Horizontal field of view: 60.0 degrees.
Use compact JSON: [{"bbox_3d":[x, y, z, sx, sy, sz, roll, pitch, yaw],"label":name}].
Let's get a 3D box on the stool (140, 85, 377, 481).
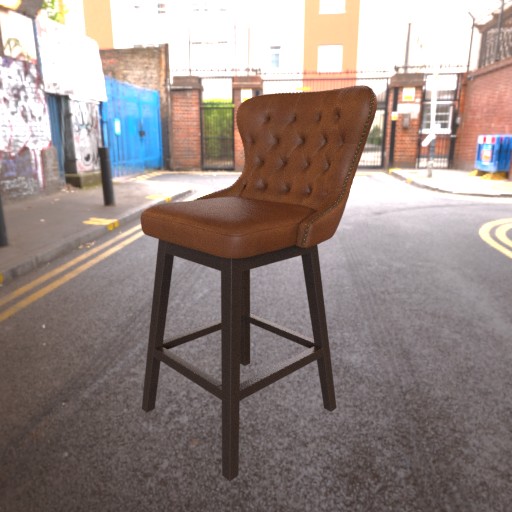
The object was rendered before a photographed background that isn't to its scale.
[{"bbox_3d":[0.000,0.000,1.325,0.593,0.971,0.528,-14,20,-42],"label":"stool"}]
